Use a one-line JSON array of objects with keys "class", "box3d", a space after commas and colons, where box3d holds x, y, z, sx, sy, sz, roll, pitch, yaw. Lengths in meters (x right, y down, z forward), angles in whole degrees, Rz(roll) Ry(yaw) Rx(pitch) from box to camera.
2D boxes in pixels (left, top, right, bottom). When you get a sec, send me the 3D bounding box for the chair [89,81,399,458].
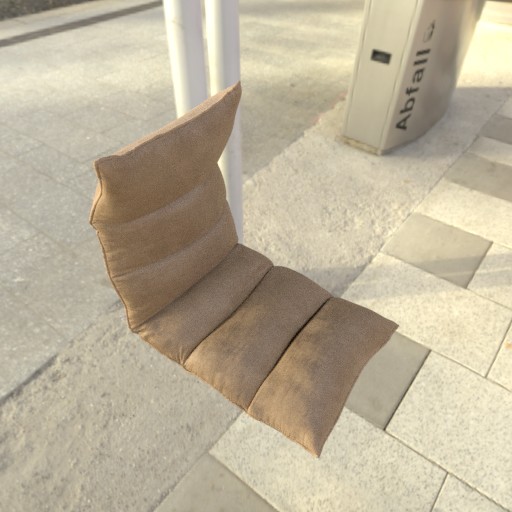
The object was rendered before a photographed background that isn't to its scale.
[{"class": "chair", "box3d": [0.000, 0.000, 1.579, 0.985, 0.892, 0.714, 25, 47, 26]}]
